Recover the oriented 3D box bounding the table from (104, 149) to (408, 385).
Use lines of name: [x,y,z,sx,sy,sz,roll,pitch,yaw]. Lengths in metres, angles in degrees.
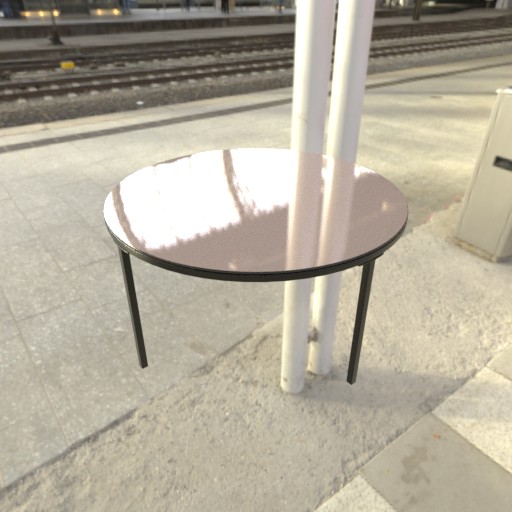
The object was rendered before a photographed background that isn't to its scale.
table: [0.000,0.000,1.311,0.800,0.400,0.800,0,31,0]
